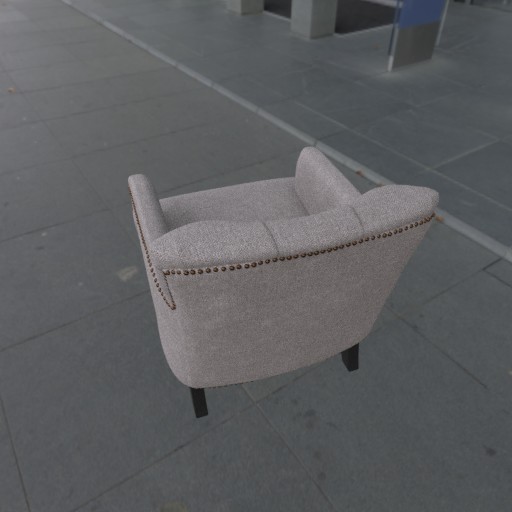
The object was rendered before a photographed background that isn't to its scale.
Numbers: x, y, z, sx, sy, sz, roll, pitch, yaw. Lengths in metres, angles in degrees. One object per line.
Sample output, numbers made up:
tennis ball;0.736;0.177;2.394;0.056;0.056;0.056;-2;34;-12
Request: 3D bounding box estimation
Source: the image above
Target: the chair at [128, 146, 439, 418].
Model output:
chair;0.000;0.000;1.517;0.737;0.823;0.902;-12;41;-14
